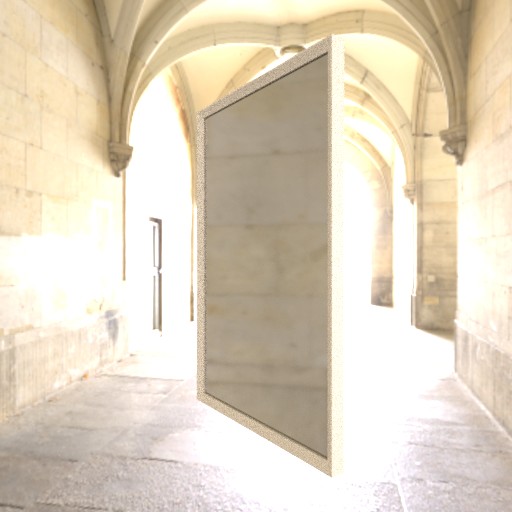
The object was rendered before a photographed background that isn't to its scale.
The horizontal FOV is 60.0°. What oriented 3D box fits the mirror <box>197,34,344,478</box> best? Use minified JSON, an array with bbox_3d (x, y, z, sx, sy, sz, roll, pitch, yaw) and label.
[{"bbox_3d":[0.000,0.000,1.174,0.041,0.915,0.609,0,0,-35],"label":"mirror"}]
